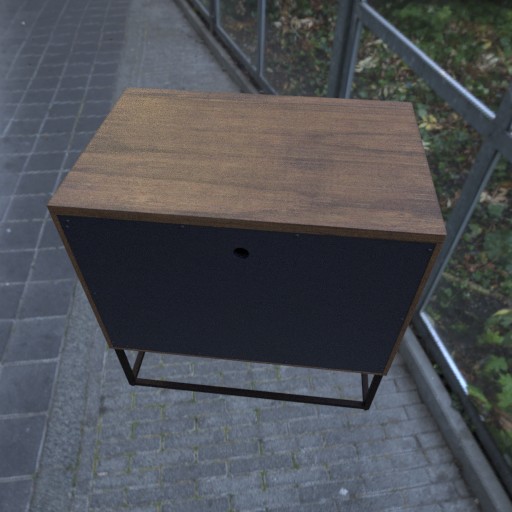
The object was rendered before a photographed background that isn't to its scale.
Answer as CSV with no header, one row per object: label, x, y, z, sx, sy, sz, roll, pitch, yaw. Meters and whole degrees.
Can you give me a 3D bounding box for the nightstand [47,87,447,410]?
nightstand,0.000,0.000,1.036,0.610,0.610,0.437,5,46,4
